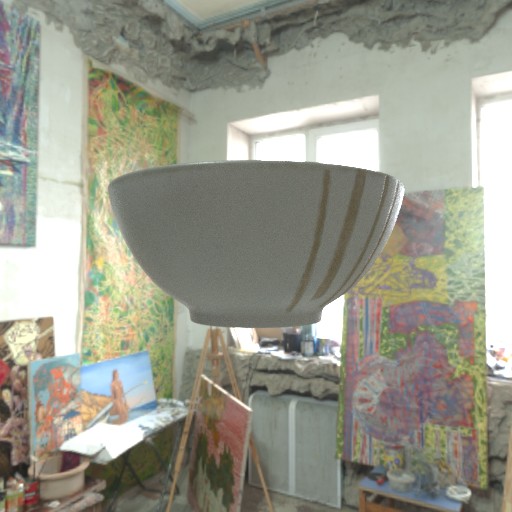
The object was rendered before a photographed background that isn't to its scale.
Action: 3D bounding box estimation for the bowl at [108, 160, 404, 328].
[{"bbox_3d":[0.000,0.000,0.421,0.268,0.121,0.268,0,-1,0],"label":"bowl"}]
